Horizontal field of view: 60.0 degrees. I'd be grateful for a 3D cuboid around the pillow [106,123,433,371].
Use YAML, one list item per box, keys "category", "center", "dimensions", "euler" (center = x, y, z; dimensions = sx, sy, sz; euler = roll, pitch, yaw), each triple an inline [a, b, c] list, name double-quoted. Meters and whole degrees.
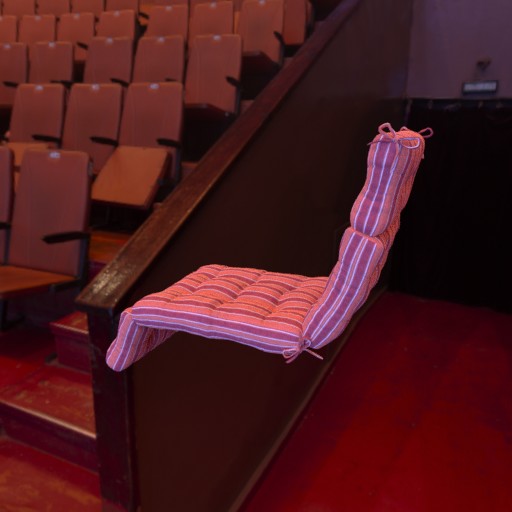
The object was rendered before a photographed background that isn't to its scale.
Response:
- category: "pillow"
  center: [0.000, 0.000, 1.506]
  dimensions: [1.016, 0.863, 0.526]
  euler: [7, 18, 23]
